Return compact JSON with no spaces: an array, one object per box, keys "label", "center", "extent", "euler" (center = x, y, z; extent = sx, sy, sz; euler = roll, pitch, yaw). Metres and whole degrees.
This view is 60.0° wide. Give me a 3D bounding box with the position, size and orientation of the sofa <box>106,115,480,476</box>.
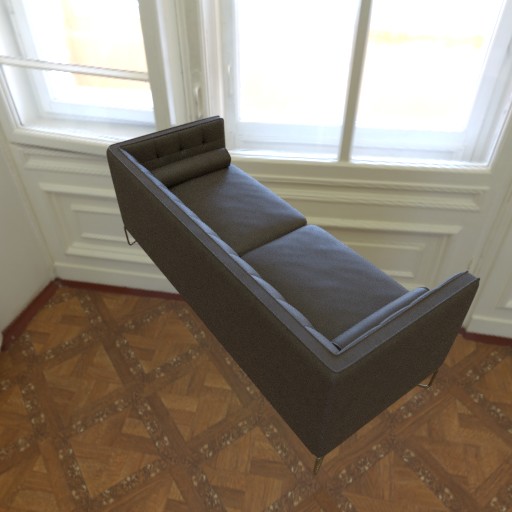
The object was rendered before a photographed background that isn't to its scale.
[{"label":"sofa","center":[0.000,0.000,2.536],"extent":[0.867,0.789,2.087],"euler":[-25,46,-26]}]
